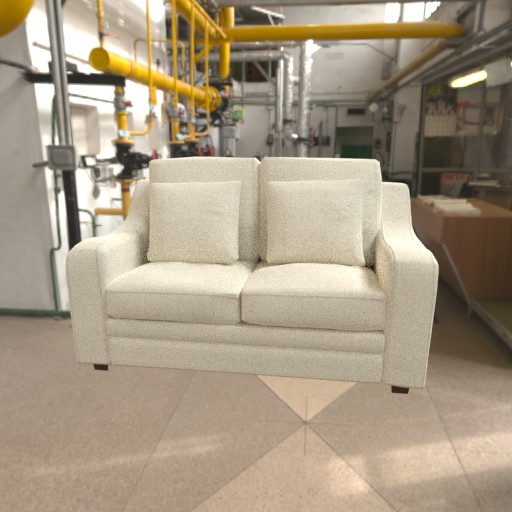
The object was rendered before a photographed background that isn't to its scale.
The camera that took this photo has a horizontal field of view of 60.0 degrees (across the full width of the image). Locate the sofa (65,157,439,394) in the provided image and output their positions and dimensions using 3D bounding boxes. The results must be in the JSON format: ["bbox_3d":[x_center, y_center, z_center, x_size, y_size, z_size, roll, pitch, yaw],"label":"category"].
[{"bbox_3d":[0.000,0.000,2.443,1.744,1.047,1.040,2,15,8],"label":"sofa"}]
